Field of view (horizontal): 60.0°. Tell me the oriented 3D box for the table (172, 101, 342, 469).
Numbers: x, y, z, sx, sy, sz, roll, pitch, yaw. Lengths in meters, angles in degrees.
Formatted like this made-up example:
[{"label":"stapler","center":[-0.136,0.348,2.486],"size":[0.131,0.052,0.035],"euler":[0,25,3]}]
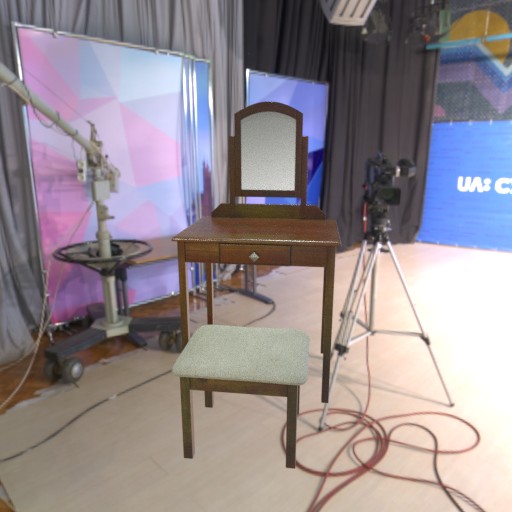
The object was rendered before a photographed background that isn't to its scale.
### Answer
[{"label":"table","center":[0.000,0.000,2.343],"size":[0.876,1.631,1.211],"euler":[2,15,7]}]
